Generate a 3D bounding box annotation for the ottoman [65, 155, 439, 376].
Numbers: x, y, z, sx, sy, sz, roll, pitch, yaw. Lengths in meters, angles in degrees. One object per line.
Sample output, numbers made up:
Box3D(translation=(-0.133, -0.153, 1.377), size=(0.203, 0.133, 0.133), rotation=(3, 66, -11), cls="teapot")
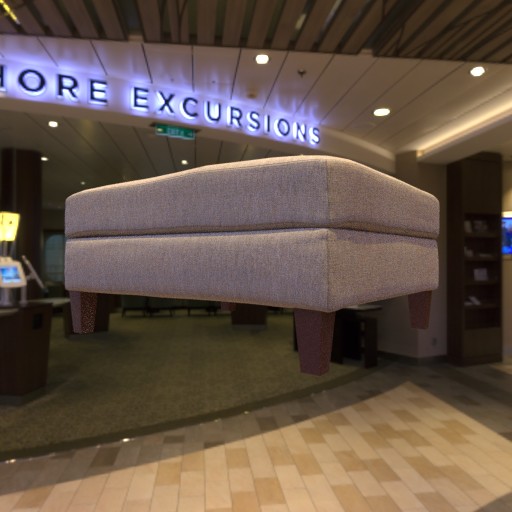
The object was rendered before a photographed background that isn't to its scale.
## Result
Box3D(translation=(0.000, 0.000, 1.472), size=(0.976, 0.492, 0.836), rotation=(0, 0, 37), cls="ottoman")
